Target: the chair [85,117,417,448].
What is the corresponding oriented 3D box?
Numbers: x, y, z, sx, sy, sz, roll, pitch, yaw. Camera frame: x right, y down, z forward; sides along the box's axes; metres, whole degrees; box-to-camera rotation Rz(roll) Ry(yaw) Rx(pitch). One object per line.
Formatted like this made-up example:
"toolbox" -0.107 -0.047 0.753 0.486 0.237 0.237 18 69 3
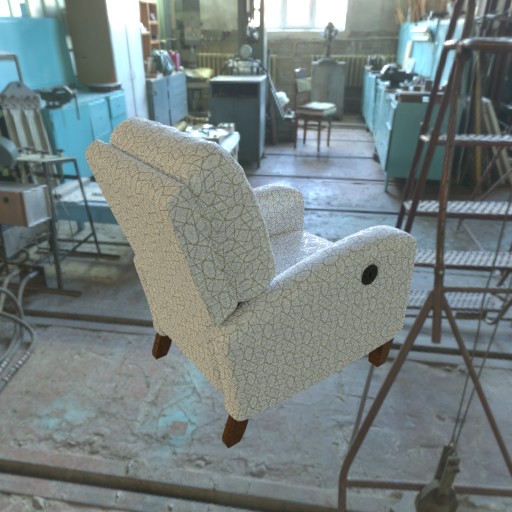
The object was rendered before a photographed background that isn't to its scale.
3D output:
"chair" 0.000 0.000 1.747 0.995 1.064 0.796 -19 33 -32
